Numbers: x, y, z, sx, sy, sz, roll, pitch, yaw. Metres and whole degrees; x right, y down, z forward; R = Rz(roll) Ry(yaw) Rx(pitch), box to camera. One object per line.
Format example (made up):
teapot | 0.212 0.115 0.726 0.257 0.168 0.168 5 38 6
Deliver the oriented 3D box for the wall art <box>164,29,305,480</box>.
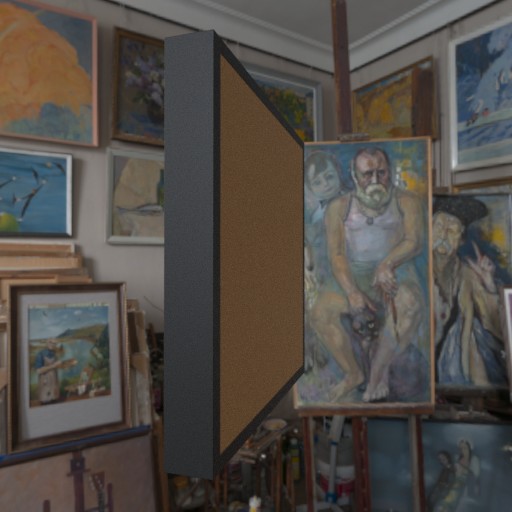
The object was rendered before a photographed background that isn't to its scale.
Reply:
wall art | 0.000 0.000 0.448 0.038 0.304 0.304 0 -1 18
